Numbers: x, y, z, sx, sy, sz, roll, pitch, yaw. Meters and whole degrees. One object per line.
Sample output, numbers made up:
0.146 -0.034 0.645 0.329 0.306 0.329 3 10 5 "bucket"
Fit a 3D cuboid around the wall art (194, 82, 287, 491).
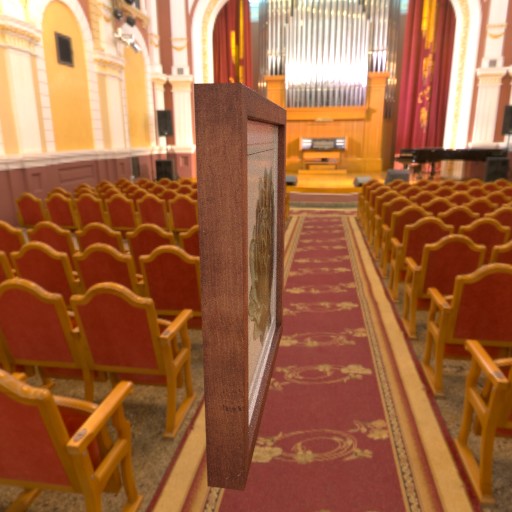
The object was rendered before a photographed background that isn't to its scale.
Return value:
0.000 0.000 0.583 0.038 0.385 0.386 2 15 9 "wall art"
